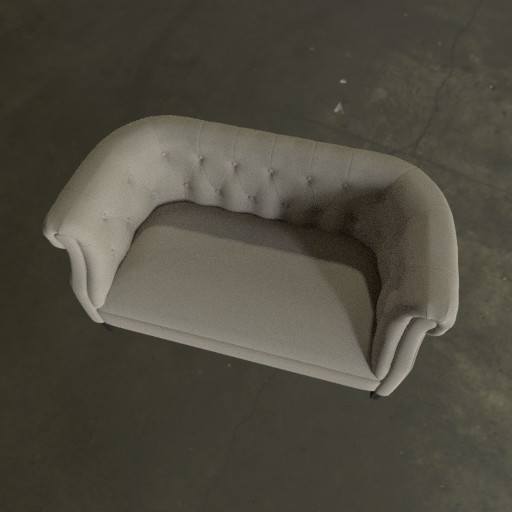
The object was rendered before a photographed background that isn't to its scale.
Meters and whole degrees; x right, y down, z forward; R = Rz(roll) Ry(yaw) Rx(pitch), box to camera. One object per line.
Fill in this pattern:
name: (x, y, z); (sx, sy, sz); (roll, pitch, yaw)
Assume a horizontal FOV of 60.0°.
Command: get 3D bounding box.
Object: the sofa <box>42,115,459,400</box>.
sofa: (0.000, 0.000, 2.025); (1.558, 0.827, 0.835); (13, 59, 8)
